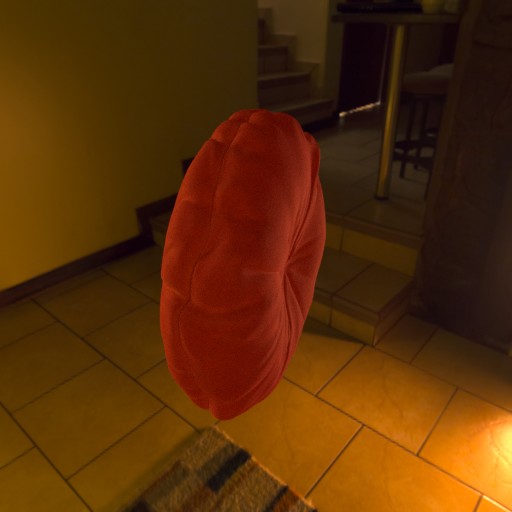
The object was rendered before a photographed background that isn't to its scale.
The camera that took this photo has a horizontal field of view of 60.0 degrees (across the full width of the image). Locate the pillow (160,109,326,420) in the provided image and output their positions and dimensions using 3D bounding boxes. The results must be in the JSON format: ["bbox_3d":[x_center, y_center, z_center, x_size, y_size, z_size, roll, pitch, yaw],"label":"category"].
[{"bbox_3d":[0.000,0.000,0.648,0.148,0.407,0.428,10,30,18],"label":"pillow"}]
